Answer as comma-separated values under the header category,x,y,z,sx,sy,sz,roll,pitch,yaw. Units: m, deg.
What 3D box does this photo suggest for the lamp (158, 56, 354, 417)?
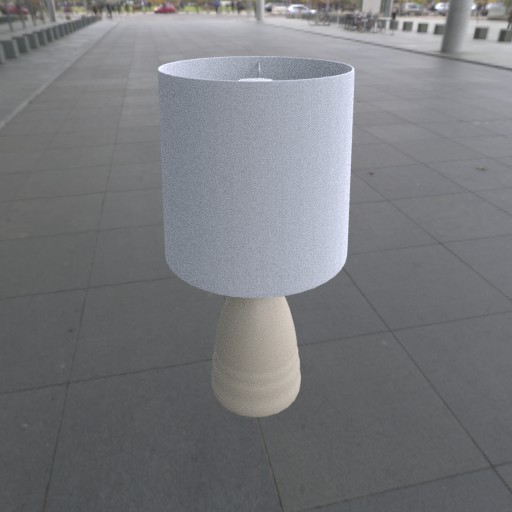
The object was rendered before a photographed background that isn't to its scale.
category,x,y,z,sx,sy,sz,roll,pitch,yaw
lamp,0.000,0.000,0.467,0.186,0.369,0.186,0,30,0
